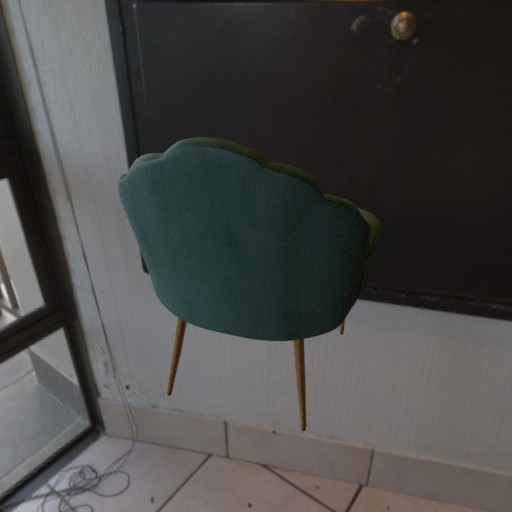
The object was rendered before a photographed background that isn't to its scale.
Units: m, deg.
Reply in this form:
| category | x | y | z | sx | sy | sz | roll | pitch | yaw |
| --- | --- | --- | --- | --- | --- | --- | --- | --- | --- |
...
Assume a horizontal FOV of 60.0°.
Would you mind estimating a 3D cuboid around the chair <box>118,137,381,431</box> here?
| category | x | y | z | sx | sy | sz | roll | pitch | yaw |
| --- | --- | --- | --- | --- | --- | --- | --- | --- | --- |
| chair | 0.000 | 0.000 | 1.271 | 0.657 | 0.819 | 0.599 | 9 | 31 | 15 |
